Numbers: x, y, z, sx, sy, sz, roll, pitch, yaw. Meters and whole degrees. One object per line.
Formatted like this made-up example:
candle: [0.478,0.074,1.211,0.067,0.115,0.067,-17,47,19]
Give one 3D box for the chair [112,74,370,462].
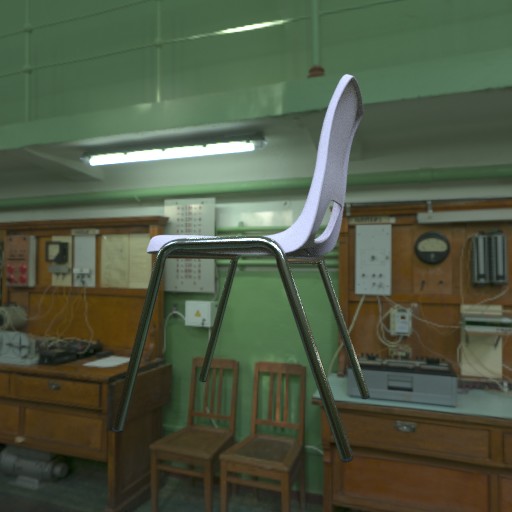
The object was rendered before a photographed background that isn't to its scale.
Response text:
chair: [0.000,0.000,0.927,0.436,0.653,0.381,0,-1,19]
